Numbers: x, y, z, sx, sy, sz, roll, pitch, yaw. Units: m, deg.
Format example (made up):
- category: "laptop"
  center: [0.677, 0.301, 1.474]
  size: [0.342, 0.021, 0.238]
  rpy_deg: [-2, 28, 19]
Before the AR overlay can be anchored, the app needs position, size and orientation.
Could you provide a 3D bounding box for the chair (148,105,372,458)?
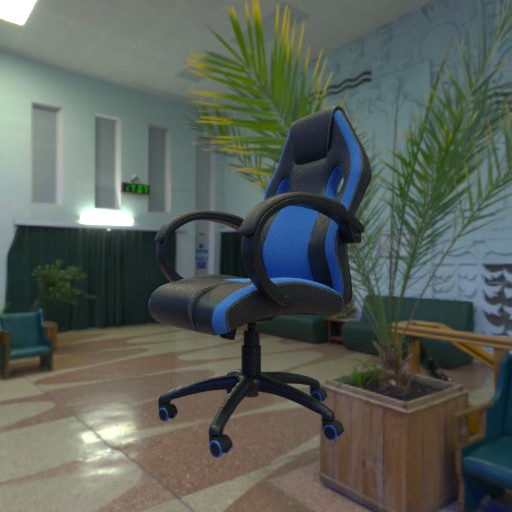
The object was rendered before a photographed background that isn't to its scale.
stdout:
- category: "chair"
  center: [0.000, 0.000, 1.636]
  size: [0.724, 1.187, 0.673]
  rpy_deg: [1, -1, -36]
